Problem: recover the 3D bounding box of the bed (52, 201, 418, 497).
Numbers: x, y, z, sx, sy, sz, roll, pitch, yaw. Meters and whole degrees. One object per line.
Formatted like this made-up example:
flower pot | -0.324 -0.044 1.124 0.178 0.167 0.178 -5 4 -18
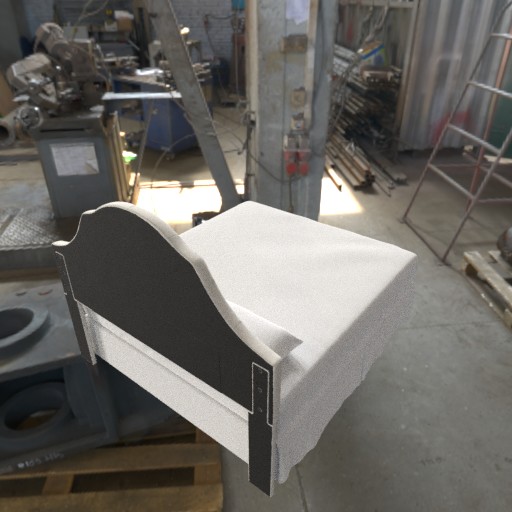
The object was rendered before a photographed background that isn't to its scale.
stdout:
bed | 0.000 0.000 3.499 2.008 1.615 2.214 22 37 32
